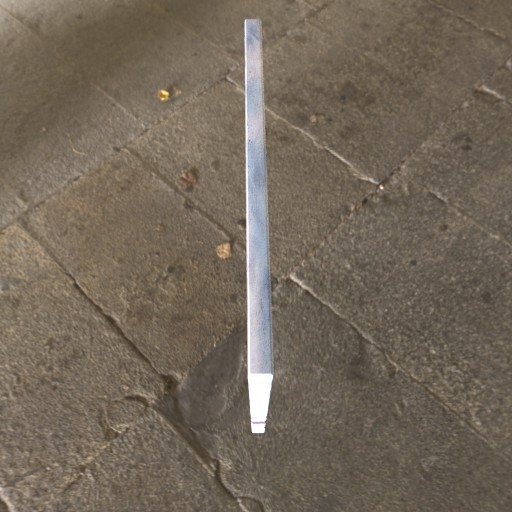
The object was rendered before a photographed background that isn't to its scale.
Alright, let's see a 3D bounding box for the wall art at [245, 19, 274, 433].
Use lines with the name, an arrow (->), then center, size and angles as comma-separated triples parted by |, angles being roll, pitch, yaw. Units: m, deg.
wall art -> 0.000, 0.000, 1.099 | 0.035, 0.747, 0.747 | -1, 63, 0
